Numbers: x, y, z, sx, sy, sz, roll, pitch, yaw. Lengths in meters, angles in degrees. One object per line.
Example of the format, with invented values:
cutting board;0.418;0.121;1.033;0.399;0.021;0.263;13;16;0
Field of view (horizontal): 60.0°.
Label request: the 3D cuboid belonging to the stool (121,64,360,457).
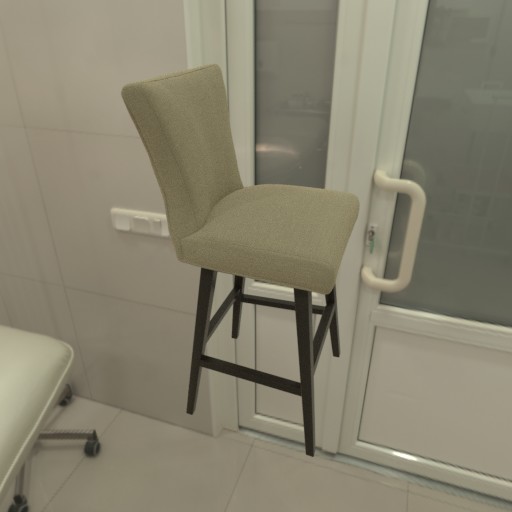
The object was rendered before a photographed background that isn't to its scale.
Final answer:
stool;0.000;0.000;1.425;0.574;1.086;0.514;9;30;16
